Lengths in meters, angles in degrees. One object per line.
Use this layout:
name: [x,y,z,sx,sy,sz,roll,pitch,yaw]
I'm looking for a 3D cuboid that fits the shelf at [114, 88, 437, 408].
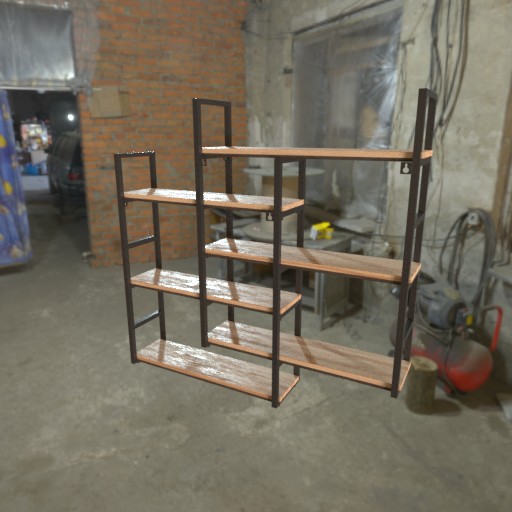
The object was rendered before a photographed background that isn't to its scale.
shelf: [0.000,0.000,1.372,0.946,0.921,0.183,8,17,27]
